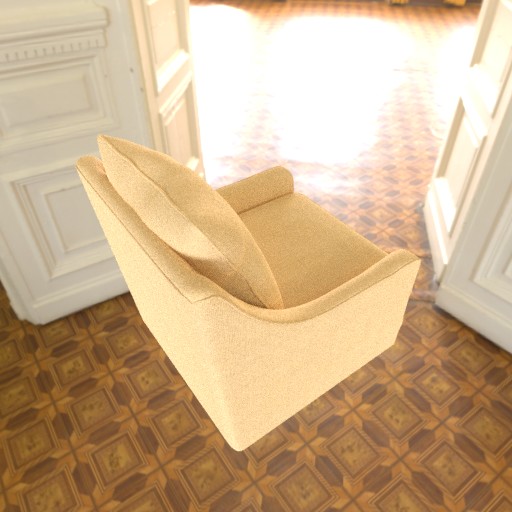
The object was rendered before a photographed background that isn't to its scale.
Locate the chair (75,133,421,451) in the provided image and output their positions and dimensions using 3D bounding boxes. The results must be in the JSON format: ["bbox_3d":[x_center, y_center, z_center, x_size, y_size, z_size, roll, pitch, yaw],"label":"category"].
[{"bbox_3d":[0.000,0.000,1.565,0.876,0.927,0.760,-26,47,-26],"label":"chair"}]
